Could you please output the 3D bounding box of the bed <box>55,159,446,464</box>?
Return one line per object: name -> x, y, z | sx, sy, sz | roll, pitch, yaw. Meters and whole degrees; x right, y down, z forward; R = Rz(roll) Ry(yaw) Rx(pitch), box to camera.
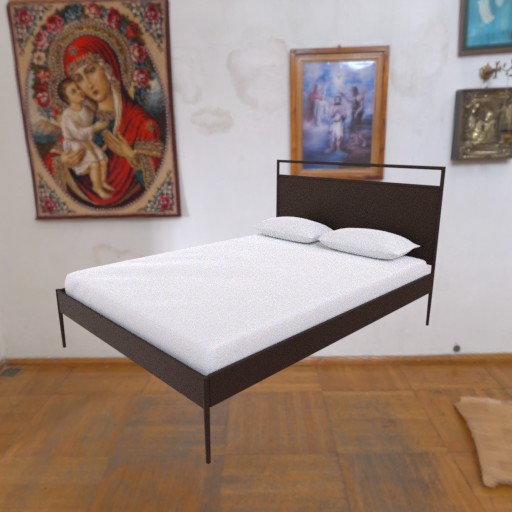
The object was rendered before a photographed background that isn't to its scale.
bed -> 0.000, 0.000, 3.014 | 2.122, 1.173, 1.572 | -14, 20, -43
